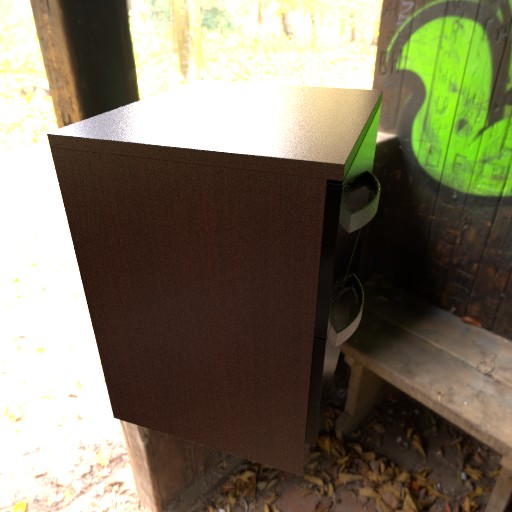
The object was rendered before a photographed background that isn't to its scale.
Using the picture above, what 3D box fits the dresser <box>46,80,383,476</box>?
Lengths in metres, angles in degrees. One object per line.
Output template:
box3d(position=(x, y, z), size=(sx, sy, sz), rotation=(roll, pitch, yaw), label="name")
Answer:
box3d(position=(0.000, 0.000, 0.728), size=(0.360, 0.470, 0.400), rotation=(10, 32, 16), label="dresser")
